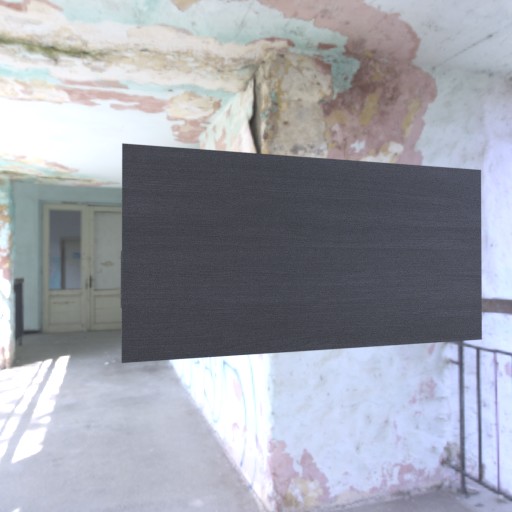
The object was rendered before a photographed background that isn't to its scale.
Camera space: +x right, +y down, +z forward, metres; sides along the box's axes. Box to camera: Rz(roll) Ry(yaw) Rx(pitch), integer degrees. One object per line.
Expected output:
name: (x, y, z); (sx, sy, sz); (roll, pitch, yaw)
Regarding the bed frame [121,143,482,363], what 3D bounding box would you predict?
bed frame: (0.000, 0.000, 2.787); (1.622, 0.800, 1.960); (0, -1, -17)
